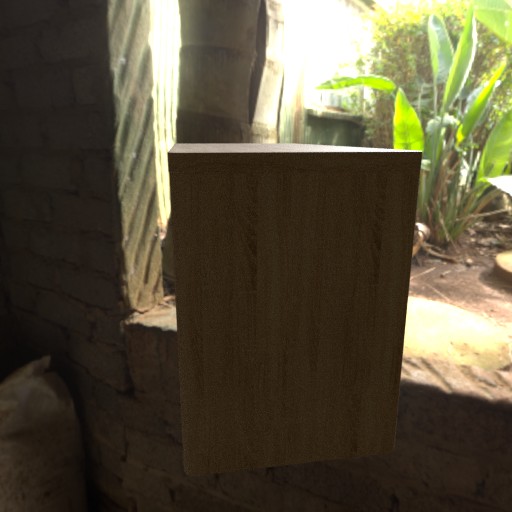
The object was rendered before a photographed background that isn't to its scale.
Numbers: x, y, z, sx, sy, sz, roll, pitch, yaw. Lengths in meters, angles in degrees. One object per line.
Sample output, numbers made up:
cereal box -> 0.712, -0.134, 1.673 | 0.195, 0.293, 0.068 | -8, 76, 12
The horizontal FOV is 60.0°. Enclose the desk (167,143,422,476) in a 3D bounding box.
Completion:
desk -> 0.000, 0.000, 1.580 | 0.550, 0.760, 1.200 | -2, 15, -9
